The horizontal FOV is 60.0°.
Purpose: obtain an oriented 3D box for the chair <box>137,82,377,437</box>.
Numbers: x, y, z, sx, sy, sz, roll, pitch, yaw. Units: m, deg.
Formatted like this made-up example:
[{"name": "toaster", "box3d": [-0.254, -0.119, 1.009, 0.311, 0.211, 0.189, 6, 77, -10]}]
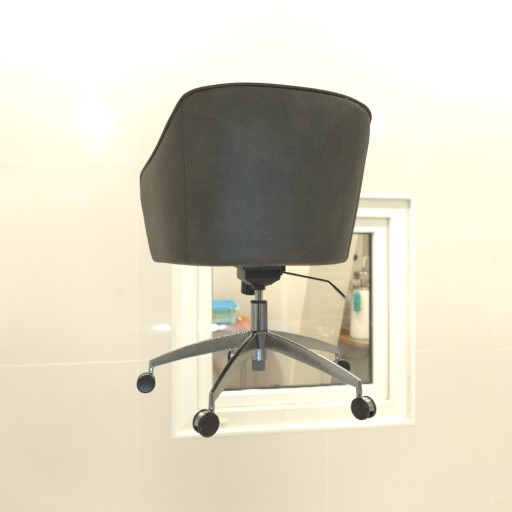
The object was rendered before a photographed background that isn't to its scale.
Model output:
[{"name": "chair", "box3d": [0.000, 0.000, 1.373, 0.713, 0.827, 0.689, 0, 0, -17]}]
